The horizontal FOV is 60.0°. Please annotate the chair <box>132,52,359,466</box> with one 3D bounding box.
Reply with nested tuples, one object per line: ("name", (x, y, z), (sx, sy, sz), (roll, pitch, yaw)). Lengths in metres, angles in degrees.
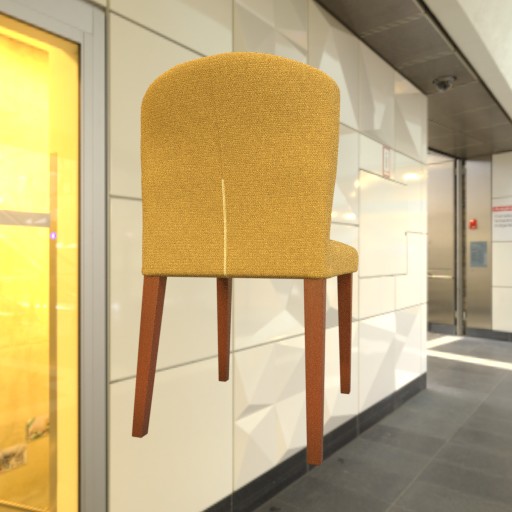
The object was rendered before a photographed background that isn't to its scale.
("chair", (0.000, 0.000, 1.188), (0.491, 0.839, 0.589), (0, 0, 19))
